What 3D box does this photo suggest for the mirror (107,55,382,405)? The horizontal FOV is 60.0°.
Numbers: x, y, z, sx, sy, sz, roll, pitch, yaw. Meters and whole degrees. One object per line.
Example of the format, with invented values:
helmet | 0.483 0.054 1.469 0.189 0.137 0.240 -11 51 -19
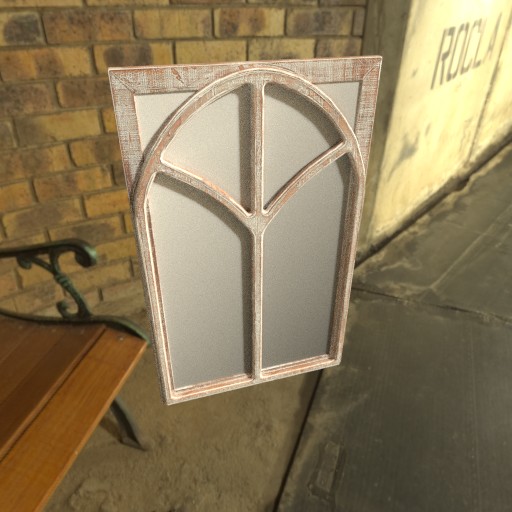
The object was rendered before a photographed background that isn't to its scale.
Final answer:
mirror | 0.000 0.000 0.972 0.495 0.787 0.058 -9 33 -15
